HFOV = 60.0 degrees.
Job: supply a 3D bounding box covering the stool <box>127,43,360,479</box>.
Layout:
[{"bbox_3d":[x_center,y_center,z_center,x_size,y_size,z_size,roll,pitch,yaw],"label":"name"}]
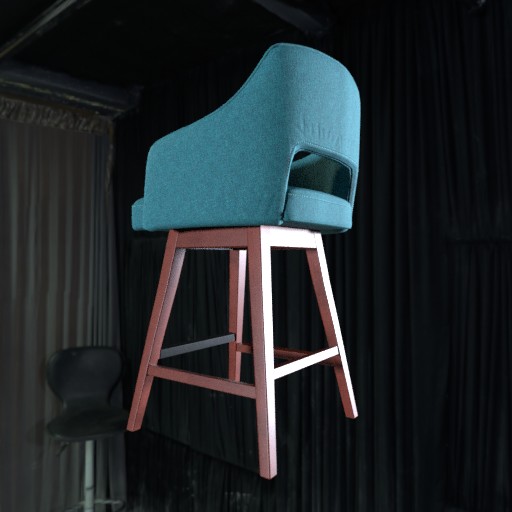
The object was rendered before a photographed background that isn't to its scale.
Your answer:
[{"bbox_3d":[0.000,0.000,1.261,0.556,0.961,0.548,0,-1,36],"label":"stool"}]
